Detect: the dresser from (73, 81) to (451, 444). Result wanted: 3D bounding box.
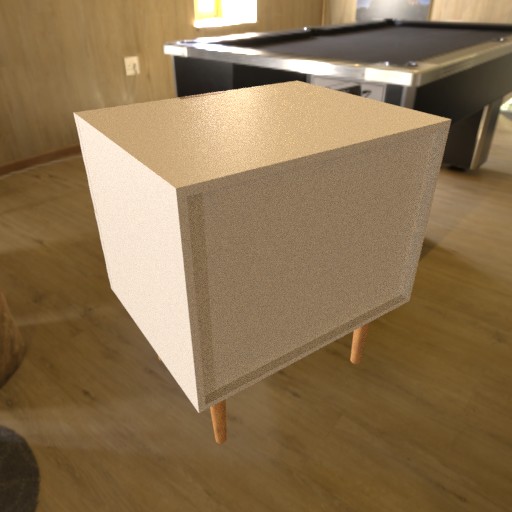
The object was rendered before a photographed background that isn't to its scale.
[{"bbox_3d":[0.000,0.000,0.908,0.503,0.568,0.414,-20,37,-29],"label":"dresser"}]
